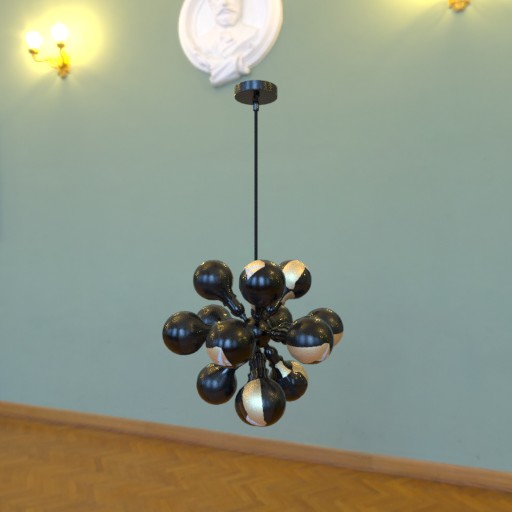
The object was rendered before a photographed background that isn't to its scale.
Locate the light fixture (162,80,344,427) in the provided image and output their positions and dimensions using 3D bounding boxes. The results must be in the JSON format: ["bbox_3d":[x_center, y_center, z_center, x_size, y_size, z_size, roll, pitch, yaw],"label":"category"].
[{"bbox_3d":[0.000,0.000,1.132,0.420,0.859,0.468,0,-1,18],"label":"light fixture"}]
